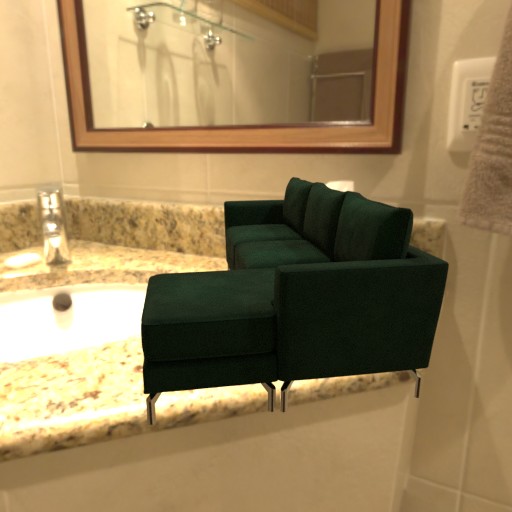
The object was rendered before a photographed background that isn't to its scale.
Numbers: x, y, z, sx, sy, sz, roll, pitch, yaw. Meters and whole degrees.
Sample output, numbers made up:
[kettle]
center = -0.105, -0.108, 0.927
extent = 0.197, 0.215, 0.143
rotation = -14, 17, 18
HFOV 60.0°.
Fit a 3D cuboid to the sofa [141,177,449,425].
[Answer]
[sofa]
center = 0.000, 0.000, 3.235
extent = 1.489, 1.007, 2.441
rotation = -3, 15, -10
